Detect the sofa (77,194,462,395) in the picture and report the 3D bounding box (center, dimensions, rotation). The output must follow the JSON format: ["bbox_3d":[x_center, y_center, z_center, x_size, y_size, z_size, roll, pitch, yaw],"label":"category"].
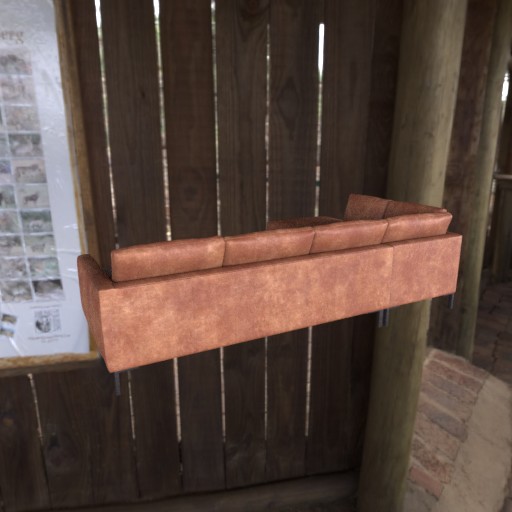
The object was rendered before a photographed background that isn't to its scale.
[{"bbox_3d":[0.000,0.000,3.916,2.984,0.877,1.938,-8,17,-27],"label":"sofa"}]
